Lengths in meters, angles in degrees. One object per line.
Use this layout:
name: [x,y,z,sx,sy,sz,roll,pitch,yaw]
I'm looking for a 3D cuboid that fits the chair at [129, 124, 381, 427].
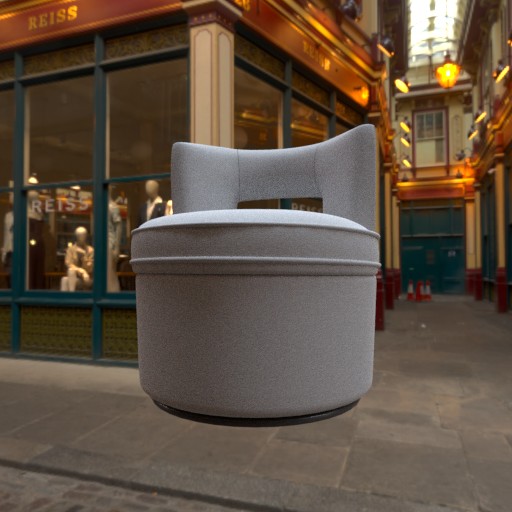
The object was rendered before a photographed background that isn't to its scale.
chair: [0.000,0.000,1.197,0.650,0.723,0.665,0,-1,19]
